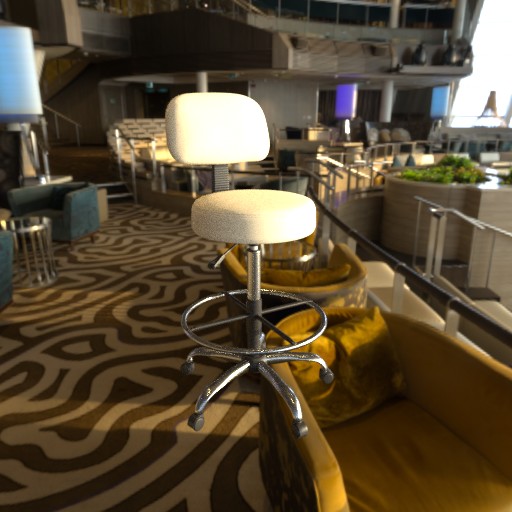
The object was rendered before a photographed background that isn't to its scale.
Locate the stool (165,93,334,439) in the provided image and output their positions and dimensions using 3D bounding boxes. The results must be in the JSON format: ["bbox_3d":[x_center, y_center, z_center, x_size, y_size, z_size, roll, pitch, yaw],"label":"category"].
[{"bbox_3d":[0.000,0.000,1.523,0.609,1.080,0.616,-10,20,-28],"label":"stool"}]
